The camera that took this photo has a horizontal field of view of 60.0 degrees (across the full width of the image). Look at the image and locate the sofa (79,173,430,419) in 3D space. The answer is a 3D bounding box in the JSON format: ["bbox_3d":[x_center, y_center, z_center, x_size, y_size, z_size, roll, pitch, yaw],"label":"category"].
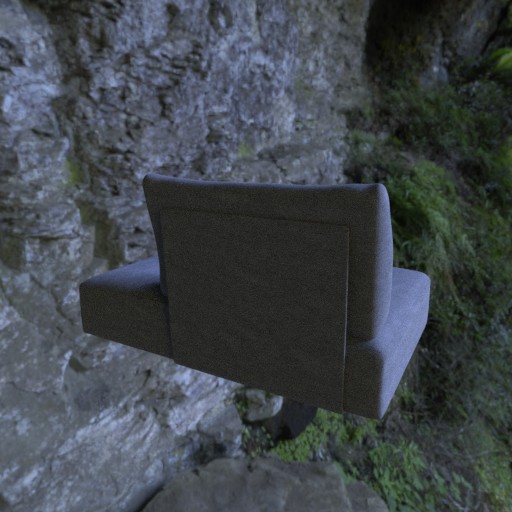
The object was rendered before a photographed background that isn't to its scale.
[{"bbox_3d":[0.000,0.000,2.078,1.450,0.820,1.002,8,17,28],"label":"sofa"}]
